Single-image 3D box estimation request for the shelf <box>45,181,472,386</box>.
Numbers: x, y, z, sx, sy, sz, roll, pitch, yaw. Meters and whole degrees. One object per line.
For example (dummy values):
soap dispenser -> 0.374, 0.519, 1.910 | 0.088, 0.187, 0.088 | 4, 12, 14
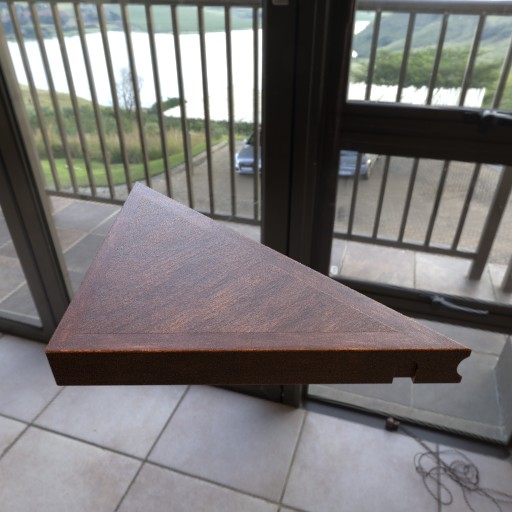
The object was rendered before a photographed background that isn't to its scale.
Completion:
shelf -> 0.000, 0.000, 0.439 | 0.296, 0.035, 0.296 | 0, 33, -1
